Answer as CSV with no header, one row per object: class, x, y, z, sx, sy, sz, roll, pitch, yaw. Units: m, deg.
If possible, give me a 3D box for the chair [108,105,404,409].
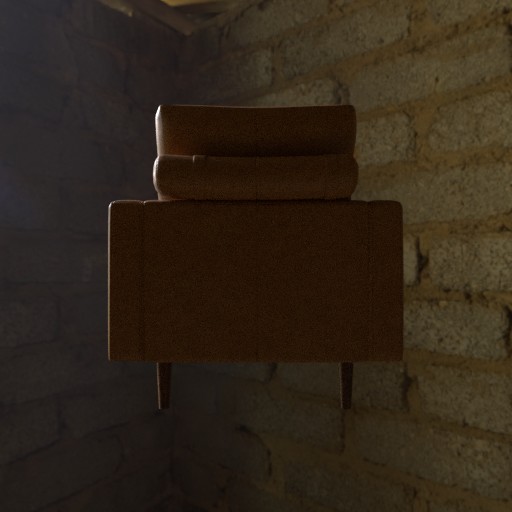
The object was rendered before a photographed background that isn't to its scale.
chair,0.000,0.000,1.588,0.831,0.896,0.868,0,-1,0
